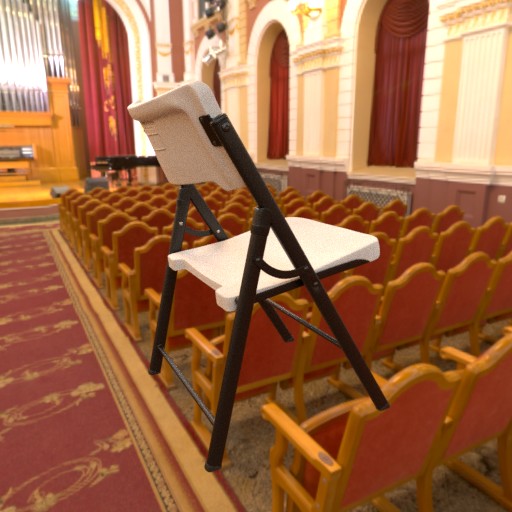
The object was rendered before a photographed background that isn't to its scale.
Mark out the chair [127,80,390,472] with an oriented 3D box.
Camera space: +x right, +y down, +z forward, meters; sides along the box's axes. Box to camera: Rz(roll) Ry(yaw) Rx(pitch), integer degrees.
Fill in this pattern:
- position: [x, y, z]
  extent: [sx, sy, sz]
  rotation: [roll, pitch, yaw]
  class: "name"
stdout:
- position: [0.000, 0.000, 1.129]
  extent: [0.577, 0.765, 0.482]
  rotation: [-7, 16, -27]
  class: "chair"
